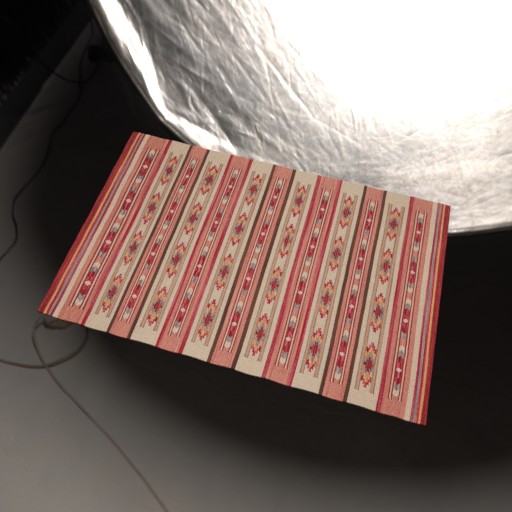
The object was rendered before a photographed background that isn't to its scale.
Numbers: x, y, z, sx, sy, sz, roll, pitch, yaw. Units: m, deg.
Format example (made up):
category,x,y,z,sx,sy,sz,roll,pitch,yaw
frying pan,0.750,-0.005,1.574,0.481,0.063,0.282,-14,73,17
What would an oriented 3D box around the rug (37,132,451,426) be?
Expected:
category,x,y,z,sx,sy,sz,roll,pitch,yaw
rug,0.000,0.000,2.968,2.431,0.010,1.535,15,65,7
